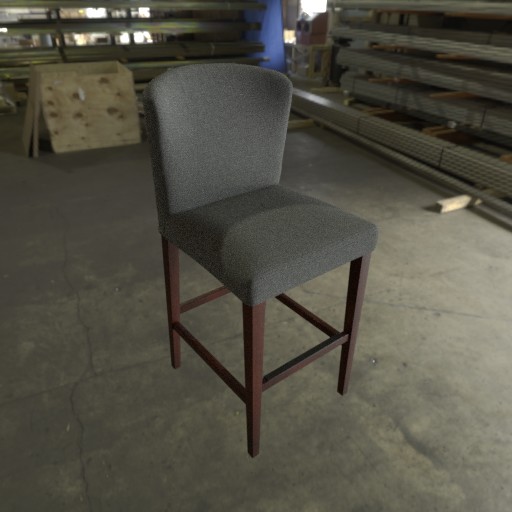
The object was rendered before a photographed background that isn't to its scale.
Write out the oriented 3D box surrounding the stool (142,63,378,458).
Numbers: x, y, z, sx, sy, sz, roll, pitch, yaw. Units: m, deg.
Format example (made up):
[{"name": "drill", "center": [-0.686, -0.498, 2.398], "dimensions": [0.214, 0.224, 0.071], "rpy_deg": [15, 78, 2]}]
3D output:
[{"name": "stool", "center": [0.000, 0.000, 1.396], "dimensions": [0.486, 1.069, 0.568], "rpy_deg": [-21, 37, -32]}]
